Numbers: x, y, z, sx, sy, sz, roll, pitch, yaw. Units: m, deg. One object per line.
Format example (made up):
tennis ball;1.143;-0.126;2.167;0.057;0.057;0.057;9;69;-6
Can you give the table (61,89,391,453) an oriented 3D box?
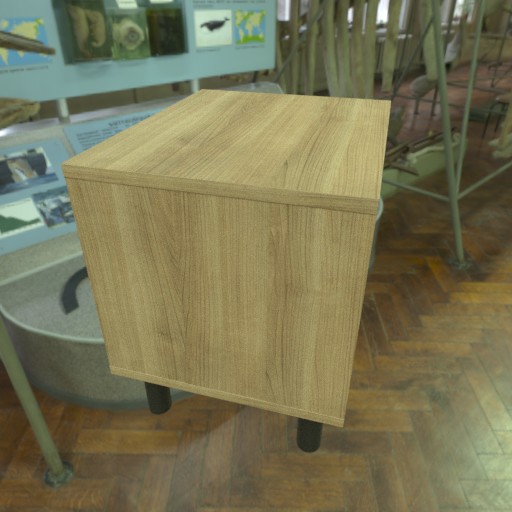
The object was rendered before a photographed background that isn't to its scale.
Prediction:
table;0.000;0.000;0.783;0.380;0.460;0.445;9;33;14
